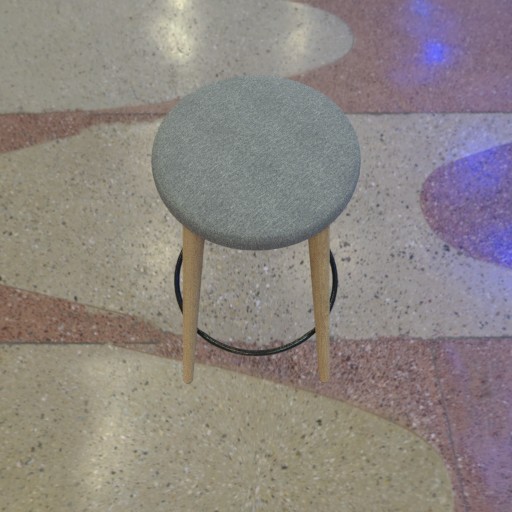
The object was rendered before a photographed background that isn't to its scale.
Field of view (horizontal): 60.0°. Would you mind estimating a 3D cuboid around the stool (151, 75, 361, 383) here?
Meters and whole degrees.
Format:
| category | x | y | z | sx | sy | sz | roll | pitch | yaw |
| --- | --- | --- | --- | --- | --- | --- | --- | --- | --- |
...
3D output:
| category | x | y | z | sx | sy | sz | roll | pitch | yaw |
| --- | --- | --- | --- | --- | --- | --- | --- | --- | --- |
| stool | 0.000 | 0.000 | 0.991 | 0.410 | 0.770 | 0.410 | 0 | 63 | 0 |
